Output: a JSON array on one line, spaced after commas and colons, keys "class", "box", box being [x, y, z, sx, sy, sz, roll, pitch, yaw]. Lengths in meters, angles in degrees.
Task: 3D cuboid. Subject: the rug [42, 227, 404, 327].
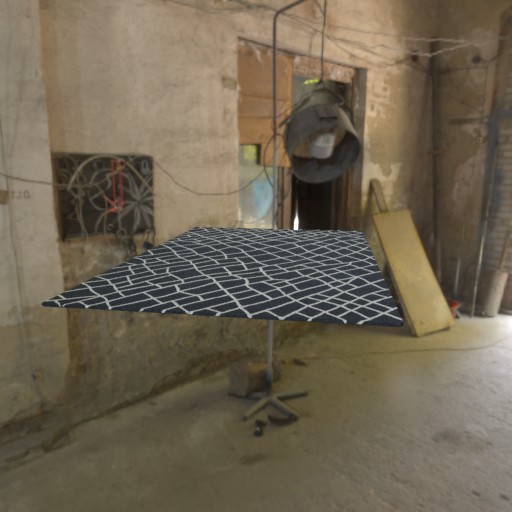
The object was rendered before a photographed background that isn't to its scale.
[{"class": "rug", "box": [0.000, 0.000, 2.324, 1.223, 0.013, 1.830, 2, 12, 9]}]
